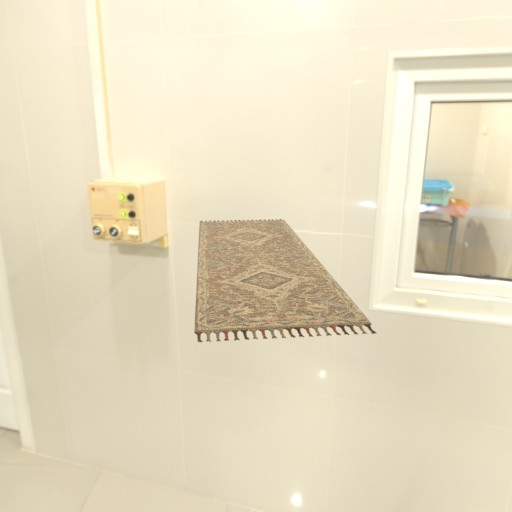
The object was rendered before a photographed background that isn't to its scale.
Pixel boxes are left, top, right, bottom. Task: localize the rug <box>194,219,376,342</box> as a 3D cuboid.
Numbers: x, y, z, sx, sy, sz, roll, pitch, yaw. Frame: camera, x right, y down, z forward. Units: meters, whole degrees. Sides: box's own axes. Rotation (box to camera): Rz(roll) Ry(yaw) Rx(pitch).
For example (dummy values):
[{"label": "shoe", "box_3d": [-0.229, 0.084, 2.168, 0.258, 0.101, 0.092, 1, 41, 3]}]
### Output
[{"label": "rug", "box_3d": [0.000, 0.000, 2.831, 1.324, 0.018, 2.378, 3, 17, 9]}]
